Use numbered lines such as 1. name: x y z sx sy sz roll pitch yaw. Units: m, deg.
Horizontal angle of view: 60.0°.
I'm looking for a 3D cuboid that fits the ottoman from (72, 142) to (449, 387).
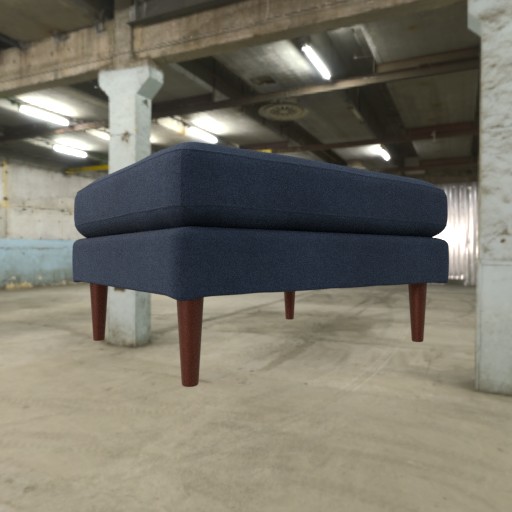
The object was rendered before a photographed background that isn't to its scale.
1. ottoman: 0.000 0.000 1.239 0.821 0.474 0.693 0 0 -36
